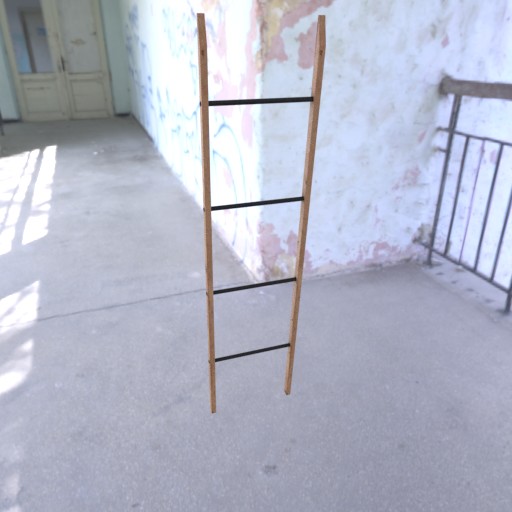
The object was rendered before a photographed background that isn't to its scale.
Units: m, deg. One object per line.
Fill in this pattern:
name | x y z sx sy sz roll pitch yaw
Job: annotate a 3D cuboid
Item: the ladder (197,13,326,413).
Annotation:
ladder | 0.000 0.000 1.889 0.442 1.805 0.200 -8 27 -16
